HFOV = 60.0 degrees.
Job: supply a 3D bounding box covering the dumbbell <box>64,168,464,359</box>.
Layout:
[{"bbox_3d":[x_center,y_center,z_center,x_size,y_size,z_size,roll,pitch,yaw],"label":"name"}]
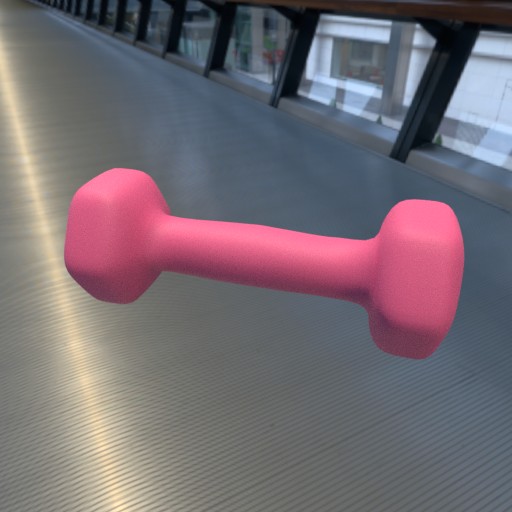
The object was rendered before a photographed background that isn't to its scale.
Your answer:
[{"bbox_3d":[0.000,0.000,0.174,0.146,0.053,0.058,9,32,14],"label":"dumbbell"}]
